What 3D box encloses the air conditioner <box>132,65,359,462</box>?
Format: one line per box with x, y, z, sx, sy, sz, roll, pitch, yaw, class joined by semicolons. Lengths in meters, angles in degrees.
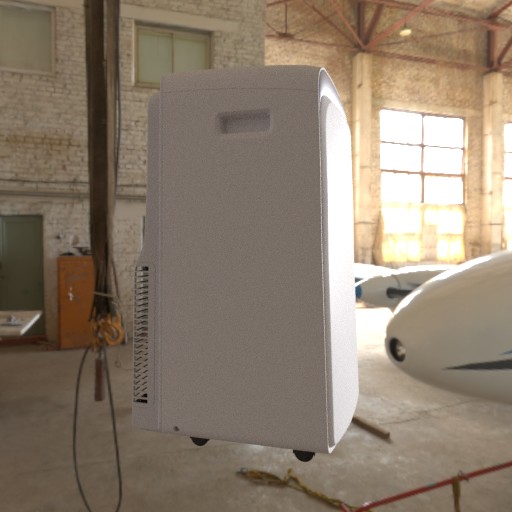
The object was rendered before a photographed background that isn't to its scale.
0.000;0.000;1.050;0.467;0.765;0.478;0;1;18;air conditioner
